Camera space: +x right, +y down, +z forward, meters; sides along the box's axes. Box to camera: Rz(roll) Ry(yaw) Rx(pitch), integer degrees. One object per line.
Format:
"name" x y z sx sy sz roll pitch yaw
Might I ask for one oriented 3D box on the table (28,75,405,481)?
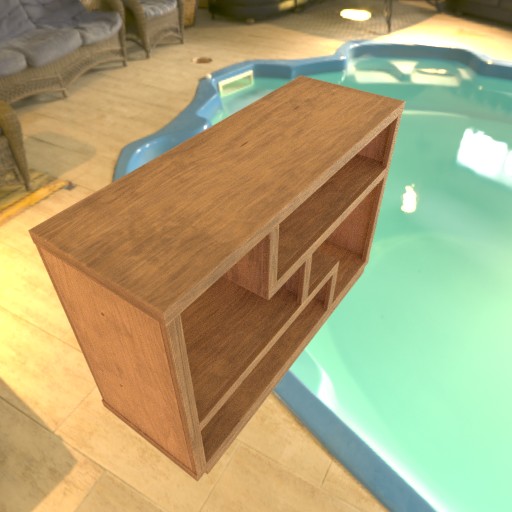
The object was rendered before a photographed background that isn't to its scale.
"table" 0.000 0.000 1.485 0.410 0.771 1.151 26 48 26
